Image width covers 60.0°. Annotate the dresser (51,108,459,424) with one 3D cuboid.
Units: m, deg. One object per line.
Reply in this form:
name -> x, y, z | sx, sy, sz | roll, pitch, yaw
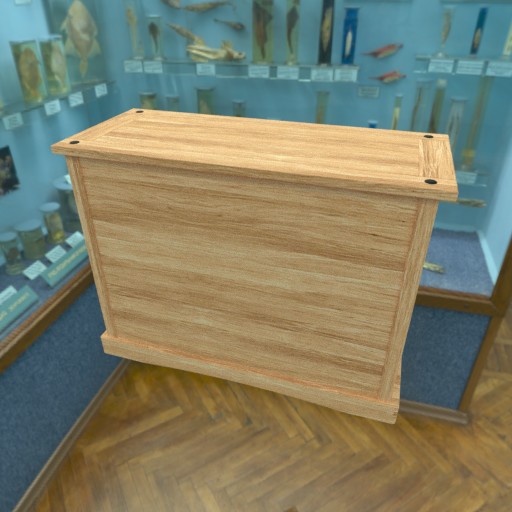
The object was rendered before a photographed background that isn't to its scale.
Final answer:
dresser -> 0.000, 0.000, 1.383 | 0.990, 0.740, 0.410 | 9, 33, 15
